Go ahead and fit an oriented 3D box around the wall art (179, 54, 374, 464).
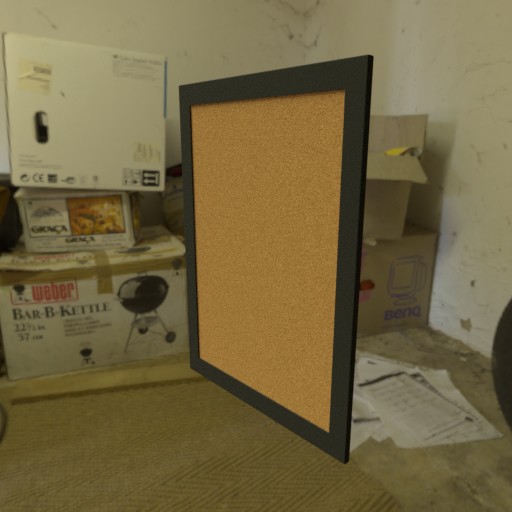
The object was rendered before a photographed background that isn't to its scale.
[{"bbox_3d":[0.000,0.000,0.688,0.012,0.529,0.374,-13,19,-42],"label":"wall art"}]
